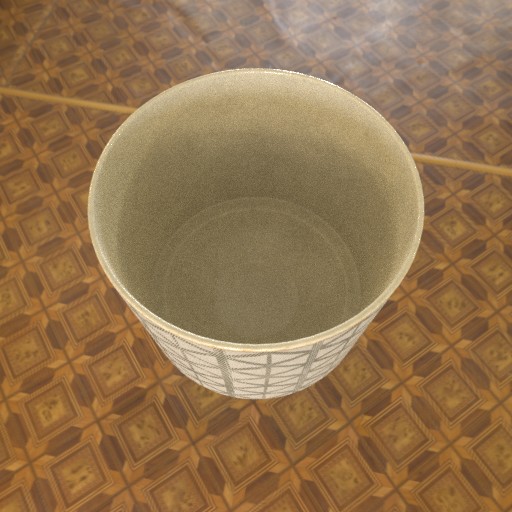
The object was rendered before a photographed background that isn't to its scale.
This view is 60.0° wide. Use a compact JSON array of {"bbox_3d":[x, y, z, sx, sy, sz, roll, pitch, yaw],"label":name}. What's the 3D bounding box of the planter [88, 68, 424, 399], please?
[{"bbox_3d":[0.000,0.000,0.439,0.250,0.239,0.250,0,64,0],"label":"planter"}]
